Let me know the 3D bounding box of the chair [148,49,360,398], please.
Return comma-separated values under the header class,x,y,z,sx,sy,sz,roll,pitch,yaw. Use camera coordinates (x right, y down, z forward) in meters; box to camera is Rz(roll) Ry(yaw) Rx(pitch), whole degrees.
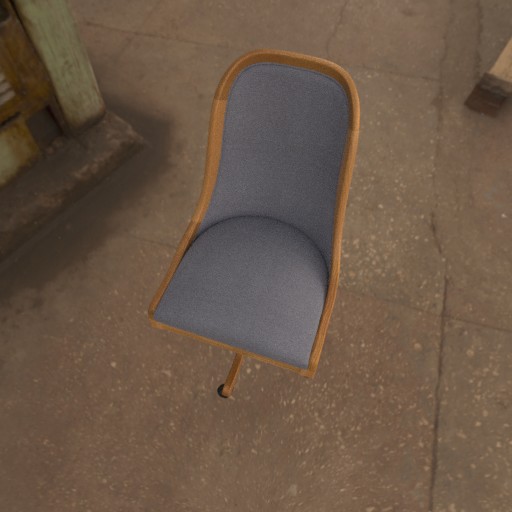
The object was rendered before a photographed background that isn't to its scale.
class,x,y,z,sx,sy,sz,roll,pitch,yaw
chair,0.000,0.000,1.487,0.605,1.031,0.735,16,59,10
